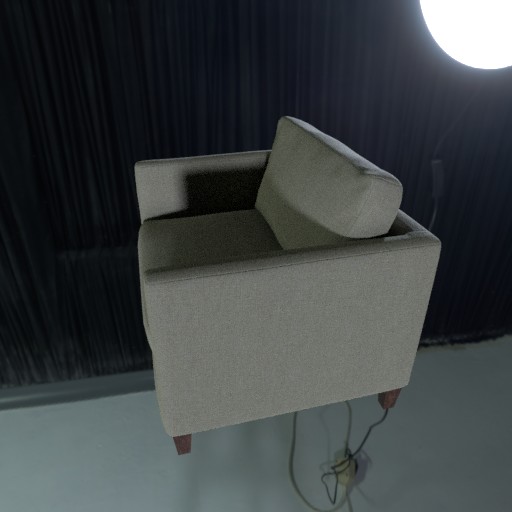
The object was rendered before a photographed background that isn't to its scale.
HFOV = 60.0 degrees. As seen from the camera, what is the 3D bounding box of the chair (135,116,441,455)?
[{"bbox_3d":[0.000,0.000,1.862,0.959,0.963,1.107,-8,31,-13],"label":"chair"}]
